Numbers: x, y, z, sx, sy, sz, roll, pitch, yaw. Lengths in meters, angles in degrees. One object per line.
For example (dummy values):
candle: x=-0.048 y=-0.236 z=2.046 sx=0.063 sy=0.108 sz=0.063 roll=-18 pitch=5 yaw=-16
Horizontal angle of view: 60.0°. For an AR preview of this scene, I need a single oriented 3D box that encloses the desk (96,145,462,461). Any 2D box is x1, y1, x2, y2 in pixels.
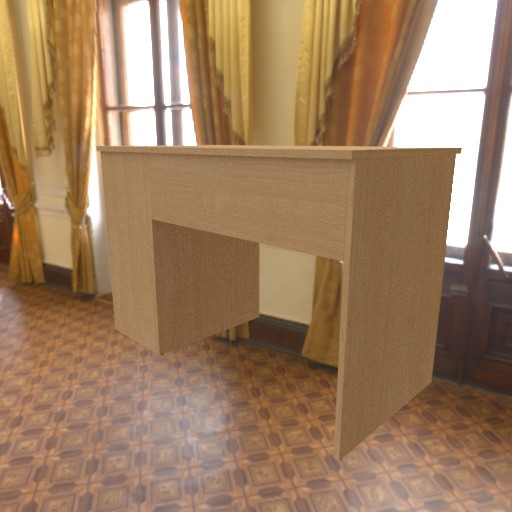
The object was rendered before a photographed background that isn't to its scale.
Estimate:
desk: x=0.000 y=0.000 z=1.533 sx=1.097 sy=0.735 sz=0.560 roll=14 pitch=20 yaw=43
